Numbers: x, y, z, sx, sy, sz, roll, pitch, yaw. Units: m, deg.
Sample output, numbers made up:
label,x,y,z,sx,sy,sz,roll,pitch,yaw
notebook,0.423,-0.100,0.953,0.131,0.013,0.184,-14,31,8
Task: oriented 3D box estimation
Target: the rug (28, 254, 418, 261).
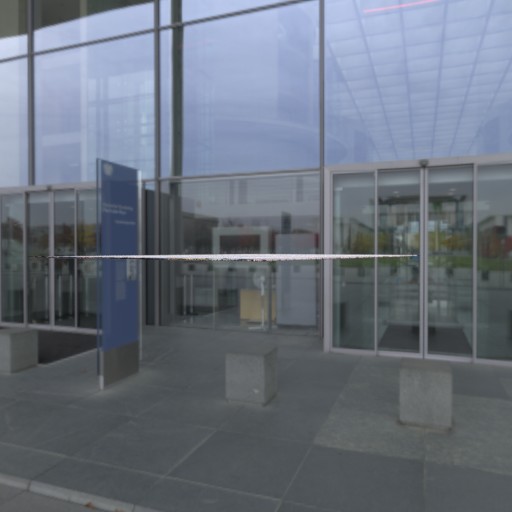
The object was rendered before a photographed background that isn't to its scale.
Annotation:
label,x,y,z,sx,sy,sz,roll,pitch,yaw
rug,0.000,0.000,2.354,1.217,0.012,1.848,1,1,36
